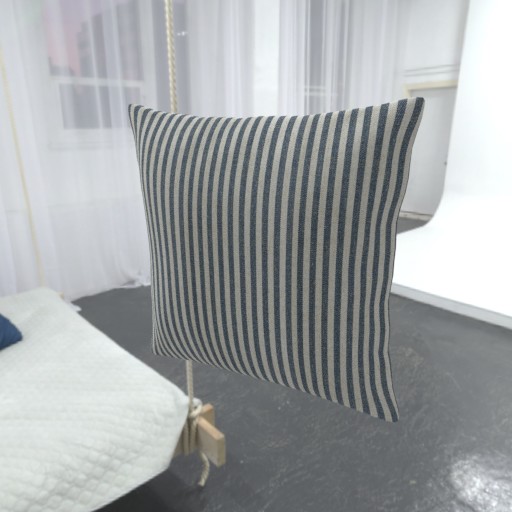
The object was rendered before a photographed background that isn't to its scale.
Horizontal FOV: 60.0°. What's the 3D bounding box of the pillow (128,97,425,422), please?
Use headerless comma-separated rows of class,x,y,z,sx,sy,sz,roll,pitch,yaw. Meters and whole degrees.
pillow,0.000,0.000,0.771,0.523,0.510,0.166,9,19,27
